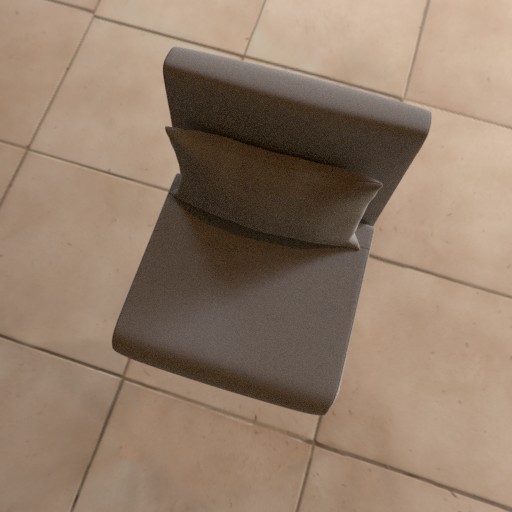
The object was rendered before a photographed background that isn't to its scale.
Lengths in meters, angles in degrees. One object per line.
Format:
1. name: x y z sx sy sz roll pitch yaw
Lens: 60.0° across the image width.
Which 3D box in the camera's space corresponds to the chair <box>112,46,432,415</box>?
1. chair: 0.000 0.000 1.506 0.770 0.808 0.902 16 76 4
